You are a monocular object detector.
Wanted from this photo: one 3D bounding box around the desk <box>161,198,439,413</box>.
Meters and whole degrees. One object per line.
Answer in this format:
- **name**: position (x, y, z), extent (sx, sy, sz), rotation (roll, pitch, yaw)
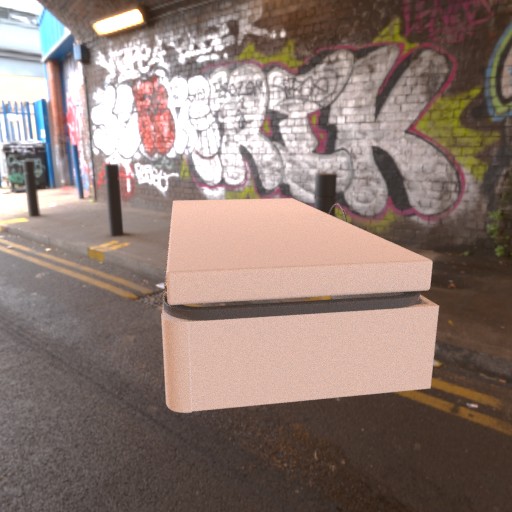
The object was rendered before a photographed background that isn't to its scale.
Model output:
- **desk**: position (0.000, 0.000, 2.305), extent (0.900, 0.526, 1.900), rotation (-2, 14, -9)
